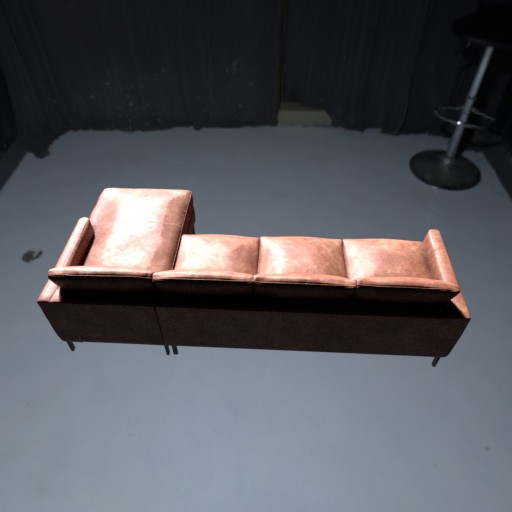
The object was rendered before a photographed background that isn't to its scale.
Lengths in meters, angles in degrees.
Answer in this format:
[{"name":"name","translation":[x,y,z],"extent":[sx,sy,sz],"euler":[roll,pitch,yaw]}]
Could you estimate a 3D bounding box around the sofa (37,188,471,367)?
[{"name":"sofa","translation":[0.000,0.000,3.677],"extent":[2.993,0.859,1.471],"euler":[2,46,2]}]
